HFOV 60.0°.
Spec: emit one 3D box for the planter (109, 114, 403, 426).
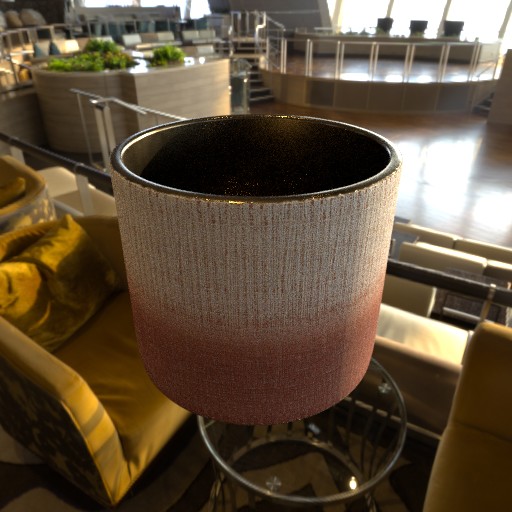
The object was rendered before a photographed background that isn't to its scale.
[{"bbox_3d":[0.000,0.000,0.312,0.178,0.157,0.178,0,30,0],"label":"planter"}]
